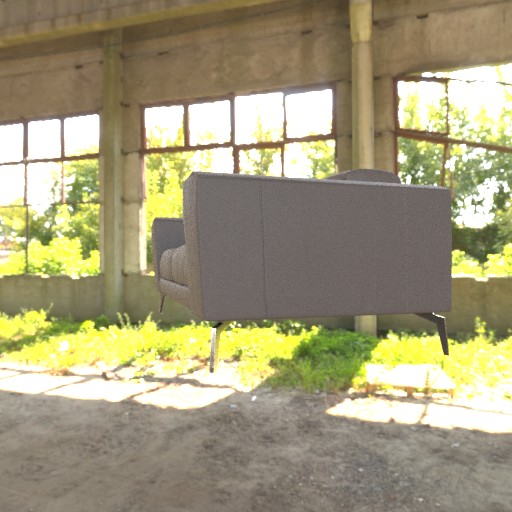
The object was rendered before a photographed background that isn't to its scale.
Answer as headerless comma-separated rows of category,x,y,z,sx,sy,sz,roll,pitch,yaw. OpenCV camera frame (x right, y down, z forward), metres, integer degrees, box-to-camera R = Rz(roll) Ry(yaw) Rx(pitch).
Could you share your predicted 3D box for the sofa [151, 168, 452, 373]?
sofa,0.000,0.000,2.418,1.003,0.779,1.895,0,-1,-17
